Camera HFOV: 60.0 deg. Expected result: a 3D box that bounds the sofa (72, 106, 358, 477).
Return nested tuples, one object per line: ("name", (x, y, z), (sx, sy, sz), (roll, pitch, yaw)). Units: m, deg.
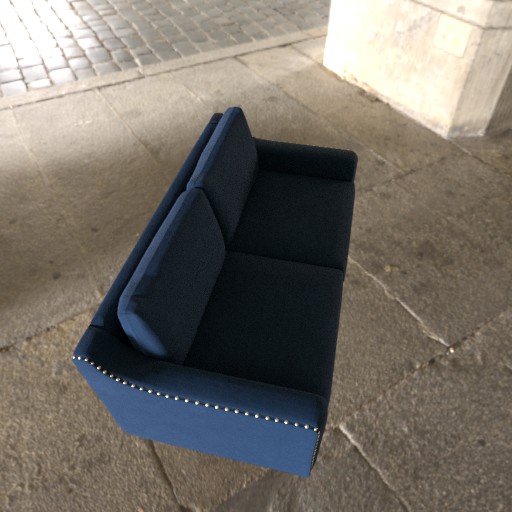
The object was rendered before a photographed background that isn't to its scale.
("sofa", (0.000, 0.000, 2.693), (1.104, 0.983, 2.107), (9, 47, 9))
